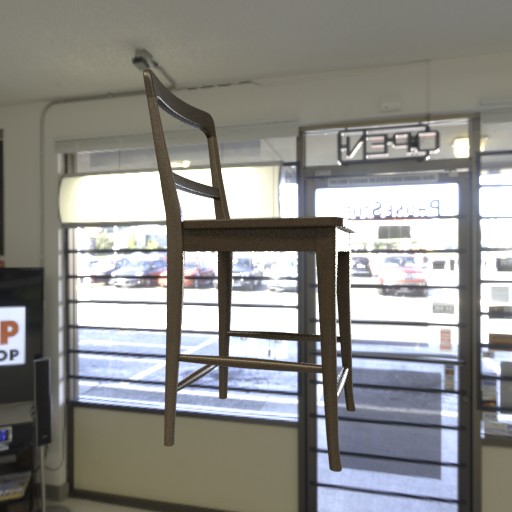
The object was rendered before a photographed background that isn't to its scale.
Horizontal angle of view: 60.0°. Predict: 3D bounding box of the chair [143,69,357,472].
[{"bbox_3d":[0.000,0.000,1.293,0.546,0.991,0.450,0,1,17],"label":"chair"}]
